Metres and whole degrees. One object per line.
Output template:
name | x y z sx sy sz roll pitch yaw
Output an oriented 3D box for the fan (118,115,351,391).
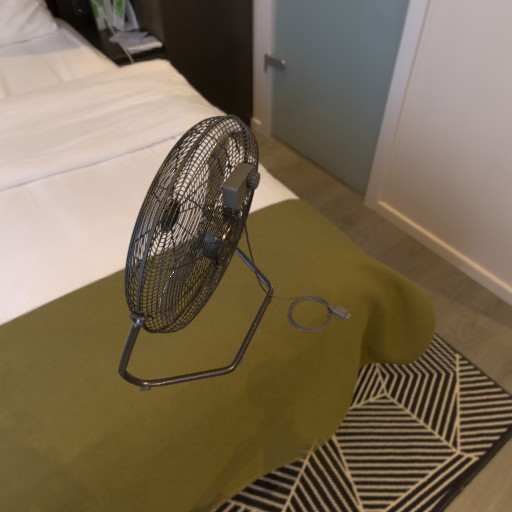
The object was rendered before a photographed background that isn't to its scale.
fan | 0.000 0.000 1.031 0.470 0.605 0.595 17 49 15
